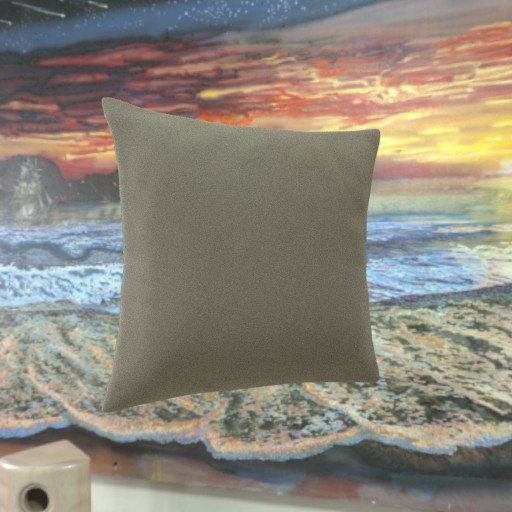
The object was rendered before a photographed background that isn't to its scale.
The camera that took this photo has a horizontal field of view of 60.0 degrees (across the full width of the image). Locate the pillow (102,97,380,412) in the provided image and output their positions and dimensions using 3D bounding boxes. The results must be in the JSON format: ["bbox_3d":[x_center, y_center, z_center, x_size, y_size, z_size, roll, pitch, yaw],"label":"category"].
[{"bbox_3d":[0.000,0.000,0.800,0.526,0.507,0.166,0,0,-20],"label":"pillow"}]
